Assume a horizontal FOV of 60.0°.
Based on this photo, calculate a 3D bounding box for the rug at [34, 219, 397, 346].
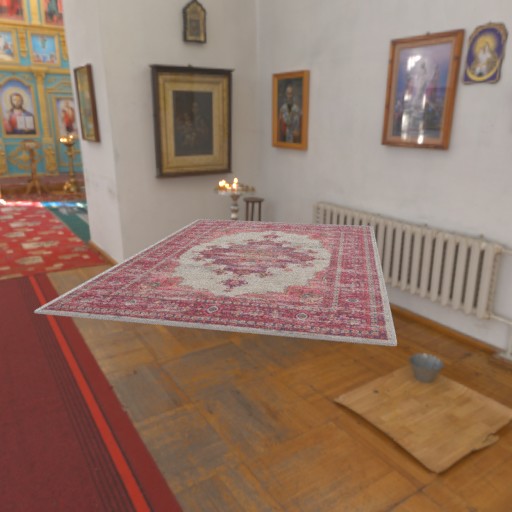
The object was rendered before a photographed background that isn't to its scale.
[{"bbox_3d":[0.000,0.000,2.862,1.555,0.011,2.232,3,16,11],"label":"rug"}]
